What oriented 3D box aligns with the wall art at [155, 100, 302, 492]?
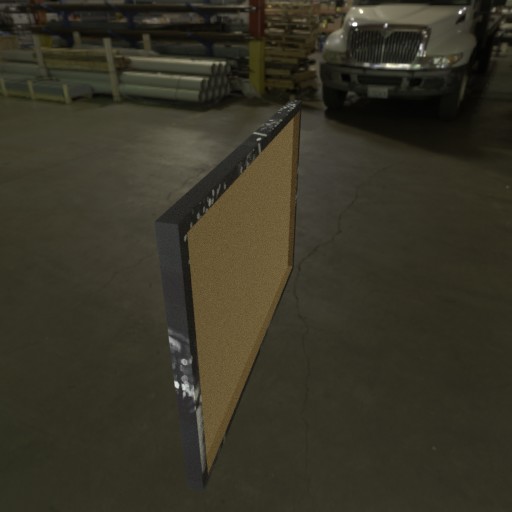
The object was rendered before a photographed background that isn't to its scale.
[{"bbox_3d":[0.000,0.000,1.143,0.038,0.609,0.914,8,31,14],"label":"wall art"}]
